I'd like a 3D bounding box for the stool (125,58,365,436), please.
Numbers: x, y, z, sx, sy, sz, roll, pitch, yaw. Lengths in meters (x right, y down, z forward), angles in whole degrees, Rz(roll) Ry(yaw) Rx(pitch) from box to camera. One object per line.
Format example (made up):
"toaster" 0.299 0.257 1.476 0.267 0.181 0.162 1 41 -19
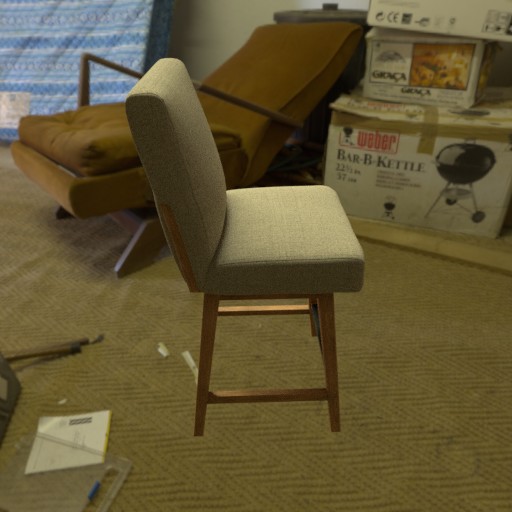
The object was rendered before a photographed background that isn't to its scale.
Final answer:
"stool" 0.000 0.000 1.284 0.526 1.010 0.459 -1 32 -2
